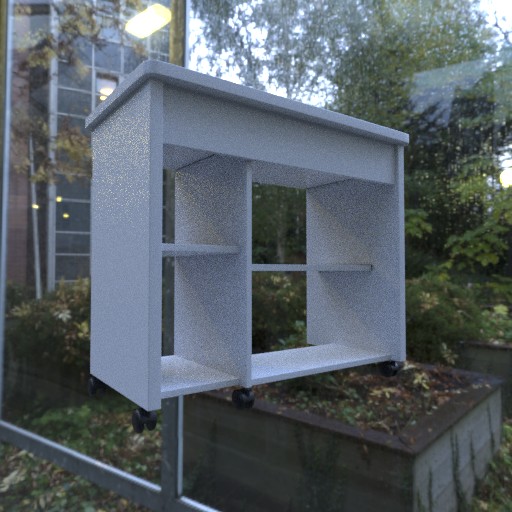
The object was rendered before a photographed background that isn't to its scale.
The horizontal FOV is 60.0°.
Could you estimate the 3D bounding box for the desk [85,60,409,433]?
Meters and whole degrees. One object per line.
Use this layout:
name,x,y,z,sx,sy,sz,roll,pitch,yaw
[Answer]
desk,0.000,0.000,1.314,0.877,0.763,0.475,1,-2,-36
